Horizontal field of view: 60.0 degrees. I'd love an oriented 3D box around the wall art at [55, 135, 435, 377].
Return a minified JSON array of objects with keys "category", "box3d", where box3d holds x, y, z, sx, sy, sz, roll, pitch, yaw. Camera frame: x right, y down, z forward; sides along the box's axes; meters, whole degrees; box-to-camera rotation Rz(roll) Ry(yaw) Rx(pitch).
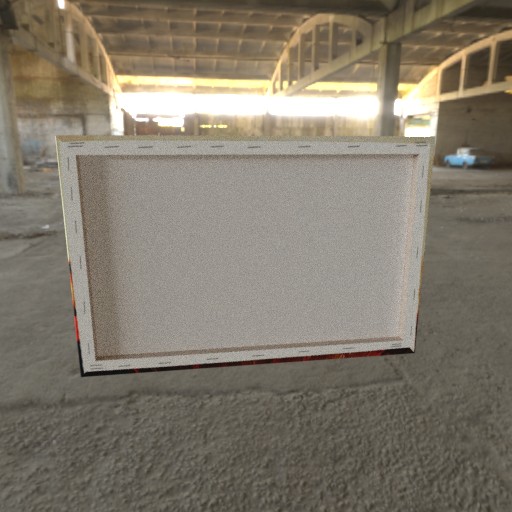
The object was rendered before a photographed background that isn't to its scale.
[{"category":"wall art","box3d":[0.000,0.000,1.150,0.918,0.602,0.038,-2,14,-8]}]
